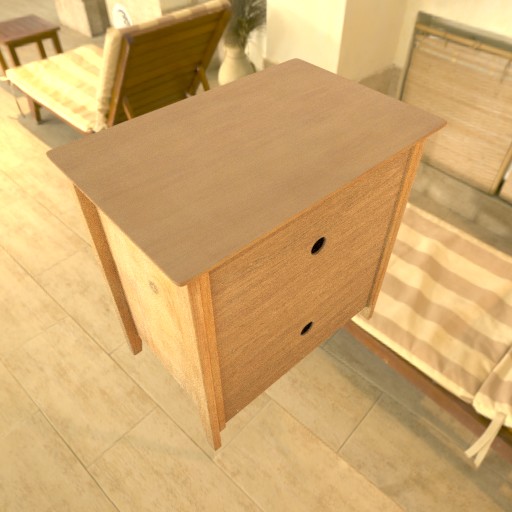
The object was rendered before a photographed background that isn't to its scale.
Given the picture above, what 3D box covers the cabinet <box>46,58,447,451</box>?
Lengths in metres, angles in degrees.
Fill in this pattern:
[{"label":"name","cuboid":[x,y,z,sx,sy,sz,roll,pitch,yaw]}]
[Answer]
[{"label":"cabinet","cuboid":[0.000,0.000,1.258,0.763,0.762,0.503,-32,54,-28]}]
